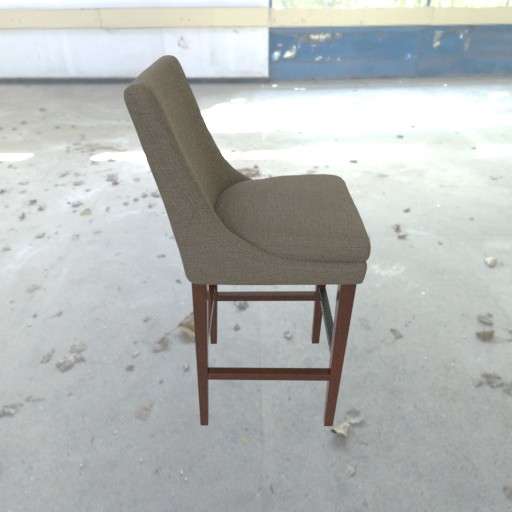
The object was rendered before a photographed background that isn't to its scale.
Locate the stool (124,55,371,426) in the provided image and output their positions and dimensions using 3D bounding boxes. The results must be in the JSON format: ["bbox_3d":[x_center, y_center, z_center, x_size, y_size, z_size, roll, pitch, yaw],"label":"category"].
[{"bbox_3d":[0.000,0.000,1.357,0.577,1.078,0.470,0,33,0],"label":"stool"}]
